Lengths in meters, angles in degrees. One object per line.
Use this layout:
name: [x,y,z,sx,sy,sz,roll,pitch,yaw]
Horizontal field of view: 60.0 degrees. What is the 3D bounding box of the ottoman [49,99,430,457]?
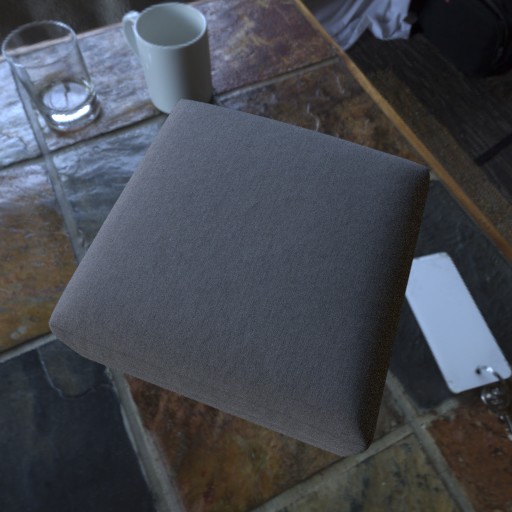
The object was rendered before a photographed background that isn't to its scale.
ottoman: [0.000,0.000,1.587,1.041,0.470,1.041,18,65,9]
